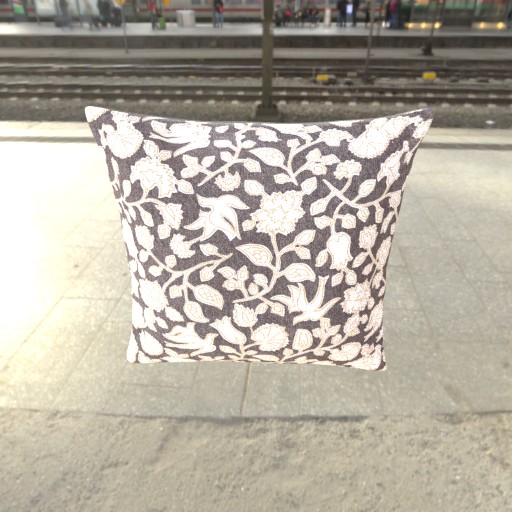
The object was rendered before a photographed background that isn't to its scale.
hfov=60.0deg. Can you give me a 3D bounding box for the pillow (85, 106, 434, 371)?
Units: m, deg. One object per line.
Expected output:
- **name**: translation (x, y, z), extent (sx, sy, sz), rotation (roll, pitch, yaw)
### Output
- **pillow**: translation (0.000, 0.000, 0.782), extent (0.526, 0.507, 0.166), rotation (1, 30, 2)
